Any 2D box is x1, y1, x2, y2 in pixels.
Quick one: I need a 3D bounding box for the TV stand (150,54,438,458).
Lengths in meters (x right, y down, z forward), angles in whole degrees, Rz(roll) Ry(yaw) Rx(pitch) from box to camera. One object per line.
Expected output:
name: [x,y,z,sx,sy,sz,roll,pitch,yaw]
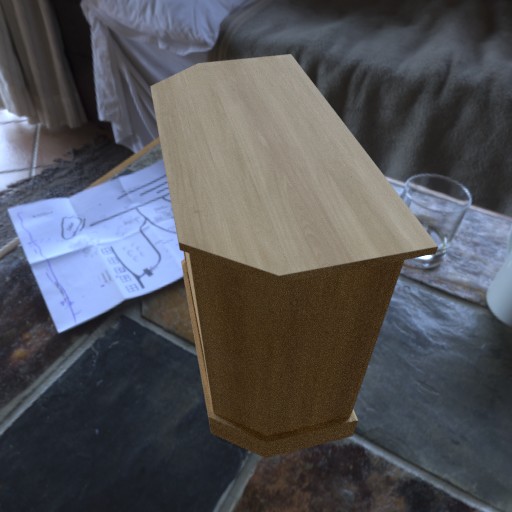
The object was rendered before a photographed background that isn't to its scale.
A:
TV stand: [0.000,0.000,1.280,0.425,0.781,0.851,-10,46,-10]
